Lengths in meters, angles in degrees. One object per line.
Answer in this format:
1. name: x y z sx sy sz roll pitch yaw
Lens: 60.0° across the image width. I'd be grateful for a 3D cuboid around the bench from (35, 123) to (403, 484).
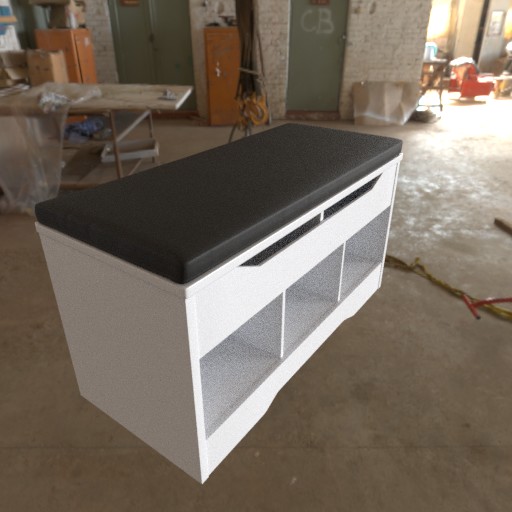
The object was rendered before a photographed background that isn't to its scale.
1. bench: 0.000 0.000 1.163 0.401 0.500 0.899 19 34 31
